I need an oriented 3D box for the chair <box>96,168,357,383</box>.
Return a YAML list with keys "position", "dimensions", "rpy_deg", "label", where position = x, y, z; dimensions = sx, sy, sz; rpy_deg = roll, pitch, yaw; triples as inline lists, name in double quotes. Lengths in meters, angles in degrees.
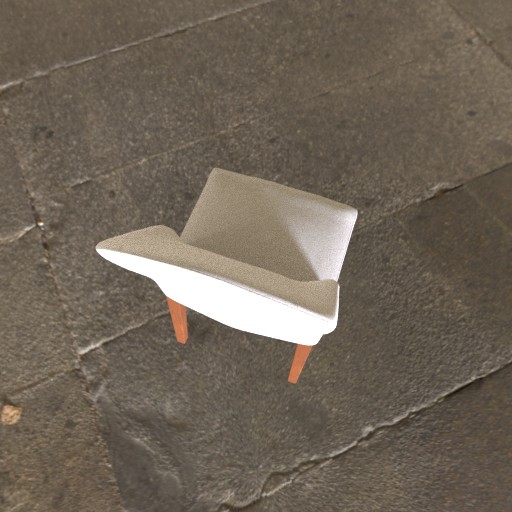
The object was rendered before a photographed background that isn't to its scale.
- position: [0.000, 0.000, 1.227]
  dimensions: [0.472, 0.893, 0.540]
  rpy_deg: [18, 65, 8]
  label: "chair"
